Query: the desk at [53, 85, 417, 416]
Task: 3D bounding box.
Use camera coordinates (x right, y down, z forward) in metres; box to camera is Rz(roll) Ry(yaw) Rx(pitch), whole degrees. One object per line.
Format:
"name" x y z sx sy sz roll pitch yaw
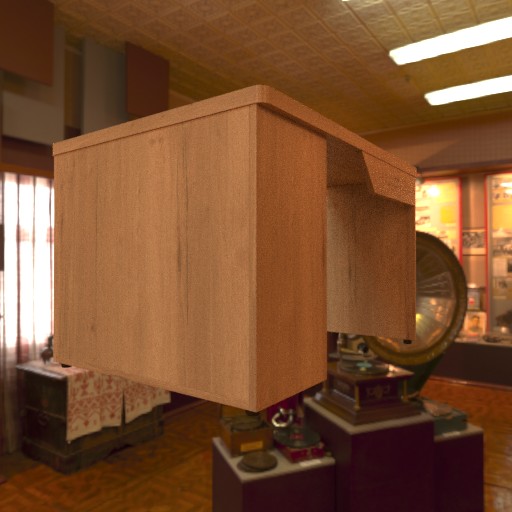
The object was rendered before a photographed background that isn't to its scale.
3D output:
"desk" 0.000 0.000 1.724 0.900 0.760 1.169 0 -1 36
